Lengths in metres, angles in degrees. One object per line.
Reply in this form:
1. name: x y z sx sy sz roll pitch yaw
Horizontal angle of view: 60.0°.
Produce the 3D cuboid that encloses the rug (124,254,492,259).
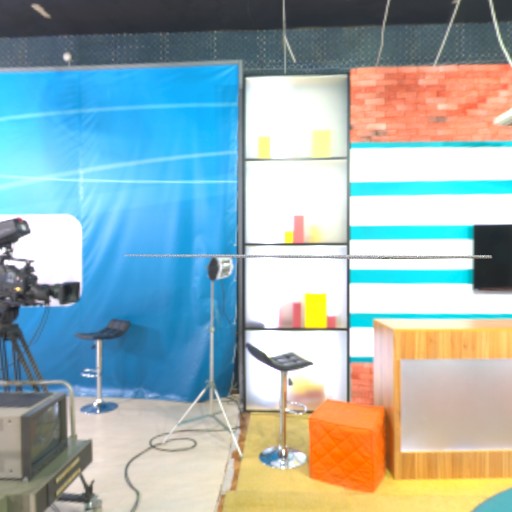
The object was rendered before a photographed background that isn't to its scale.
1. rug: 0.000 0.000 1.998 0.562 0.009 1.824 0 0 -36
